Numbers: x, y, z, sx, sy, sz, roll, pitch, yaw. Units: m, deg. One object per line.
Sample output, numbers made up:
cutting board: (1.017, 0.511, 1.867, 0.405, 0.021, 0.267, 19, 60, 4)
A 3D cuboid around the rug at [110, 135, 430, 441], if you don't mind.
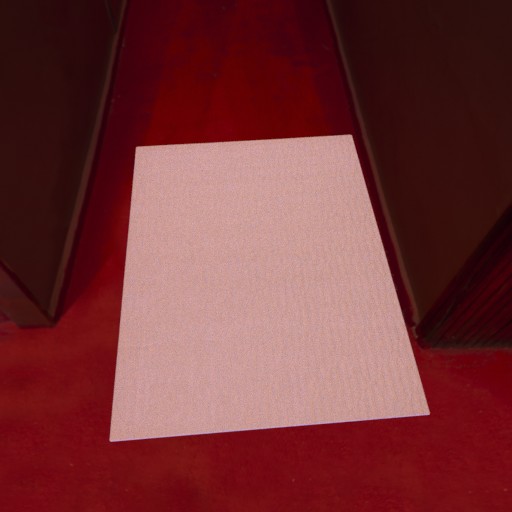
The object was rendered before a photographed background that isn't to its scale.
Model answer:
rug: (0.000, 0.000, 4.131, 2.410, 0.021, 3.055, -4, 58, -2)
